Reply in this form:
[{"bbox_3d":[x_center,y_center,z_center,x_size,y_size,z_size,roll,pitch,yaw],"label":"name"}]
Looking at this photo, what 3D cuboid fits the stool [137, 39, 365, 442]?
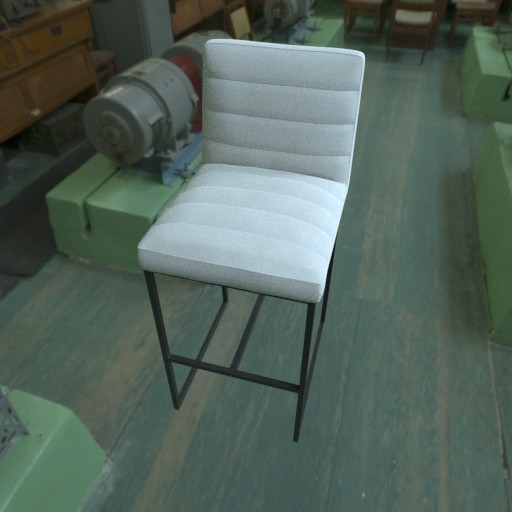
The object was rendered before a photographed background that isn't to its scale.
[{"bbox_3d":[0.000,0.000,1.338,0.464,1.061,0.573,10,41,12],"label":"stool"}]
